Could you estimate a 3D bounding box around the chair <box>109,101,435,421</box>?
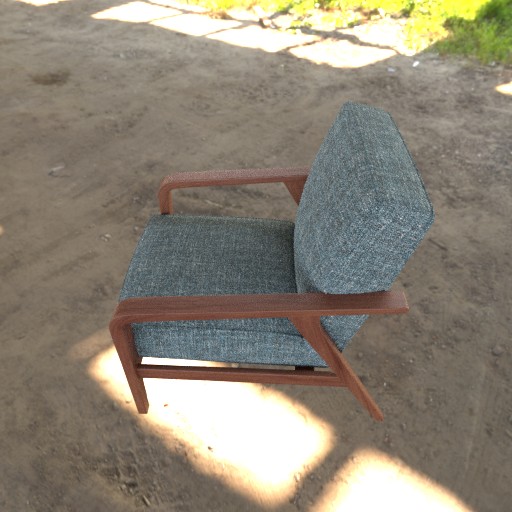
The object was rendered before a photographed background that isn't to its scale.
[{"bbox_3d":[0.000,0.000,1.484,0.889,0.864,0.719,1,41,2],"label":"chair"}]
